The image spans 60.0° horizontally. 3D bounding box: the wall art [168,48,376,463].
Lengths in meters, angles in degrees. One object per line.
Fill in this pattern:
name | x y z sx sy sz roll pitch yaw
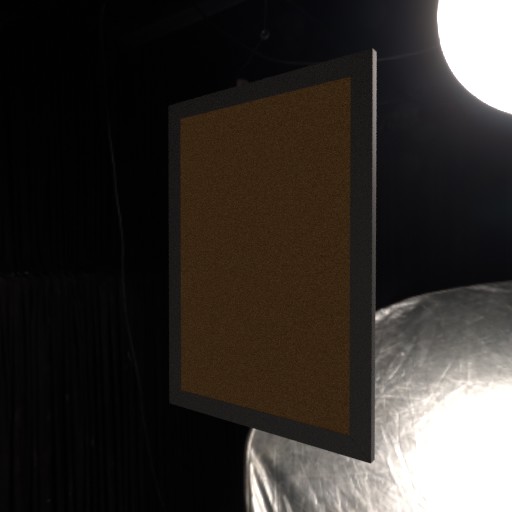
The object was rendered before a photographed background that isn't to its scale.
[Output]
wall art | 0.000 0.000 0.687 0.380 0.534 0.013 1 1 37
